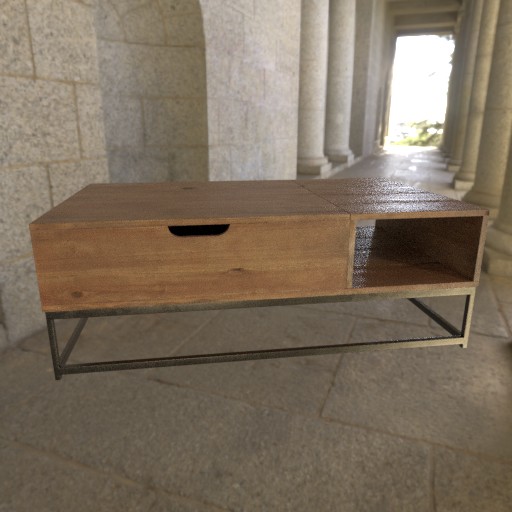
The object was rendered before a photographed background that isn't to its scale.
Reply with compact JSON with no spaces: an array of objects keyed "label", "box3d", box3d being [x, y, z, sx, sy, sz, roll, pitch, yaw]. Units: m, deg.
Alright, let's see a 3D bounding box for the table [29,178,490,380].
[{"label":"table","box3d":[0.000,0.000,1.411,1.101,0.395,0.655,-3,17,-8]}]
